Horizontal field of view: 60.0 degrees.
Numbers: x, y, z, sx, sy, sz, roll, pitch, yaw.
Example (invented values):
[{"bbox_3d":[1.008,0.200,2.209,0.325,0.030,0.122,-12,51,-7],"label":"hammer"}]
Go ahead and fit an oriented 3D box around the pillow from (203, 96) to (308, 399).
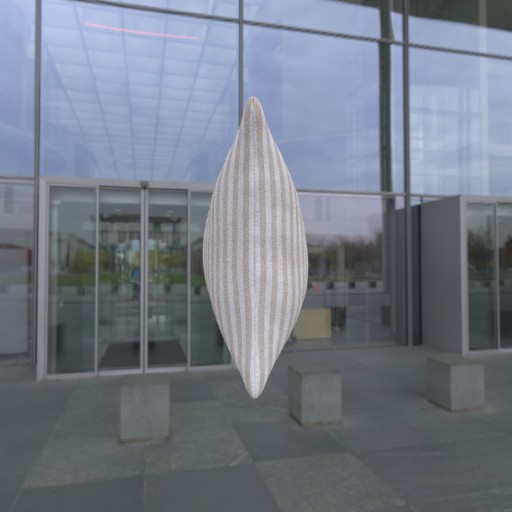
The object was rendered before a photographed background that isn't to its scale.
[{"bbox_3d":[0.000,0.000,0.731,0.151,0.295,0.617,0,-2,1],"label":"pillow"}]
